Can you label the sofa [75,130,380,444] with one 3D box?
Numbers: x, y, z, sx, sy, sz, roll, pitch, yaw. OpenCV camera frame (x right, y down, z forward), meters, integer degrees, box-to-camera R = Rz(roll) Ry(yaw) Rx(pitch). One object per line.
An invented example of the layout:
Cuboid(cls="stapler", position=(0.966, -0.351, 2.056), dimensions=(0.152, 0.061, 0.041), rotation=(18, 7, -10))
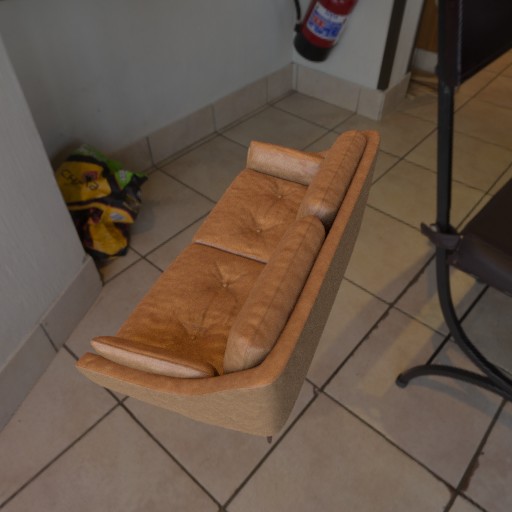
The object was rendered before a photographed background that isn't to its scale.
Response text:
Cuboid(cls="sofa", position=(0.000, 0.000, 2.398), dimensions=(0.904, 0.839, 1.902), rotation=(16, 47, 16))
